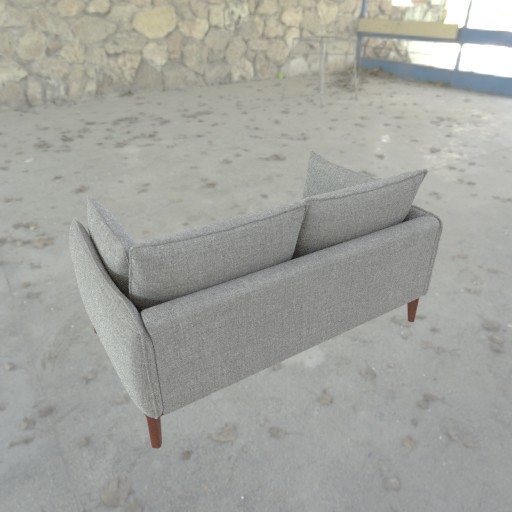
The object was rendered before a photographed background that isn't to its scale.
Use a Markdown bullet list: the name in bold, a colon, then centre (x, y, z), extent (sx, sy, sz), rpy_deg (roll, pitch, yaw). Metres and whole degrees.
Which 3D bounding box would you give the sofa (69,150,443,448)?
- **sofa**: centre (0.000, 0.000, 2.170), extent (1.580, 0.851, 0.972), rpy_deg (-18, 34, -28)
